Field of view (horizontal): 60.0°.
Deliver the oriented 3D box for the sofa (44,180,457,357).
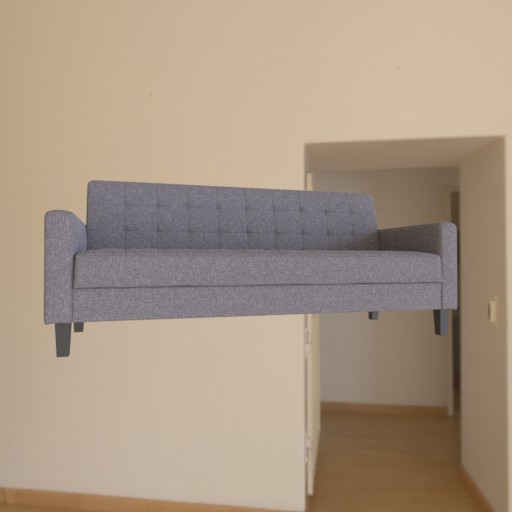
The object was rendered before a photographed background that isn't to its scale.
[{"bbox_3d":[0.000,0.000,2.446,2.040,0.850,0.810,0,-1,-17],"label":"sofa"}]
